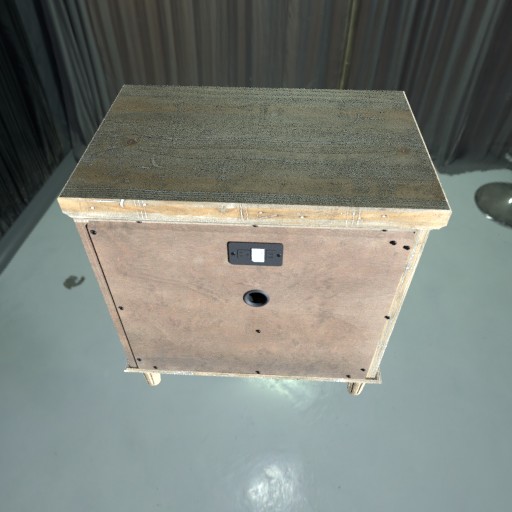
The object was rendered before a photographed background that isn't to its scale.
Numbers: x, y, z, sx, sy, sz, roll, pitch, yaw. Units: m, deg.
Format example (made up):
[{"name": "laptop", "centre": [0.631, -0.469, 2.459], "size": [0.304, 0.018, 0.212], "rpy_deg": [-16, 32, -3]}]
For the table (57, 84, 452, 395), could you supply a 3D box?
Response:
[{"name": "table", "centre": [0.000, 0.000, 1.167], "size": [0.686, 0.711, 0.457], "rpy_deg": [2, 46, 2]}]
